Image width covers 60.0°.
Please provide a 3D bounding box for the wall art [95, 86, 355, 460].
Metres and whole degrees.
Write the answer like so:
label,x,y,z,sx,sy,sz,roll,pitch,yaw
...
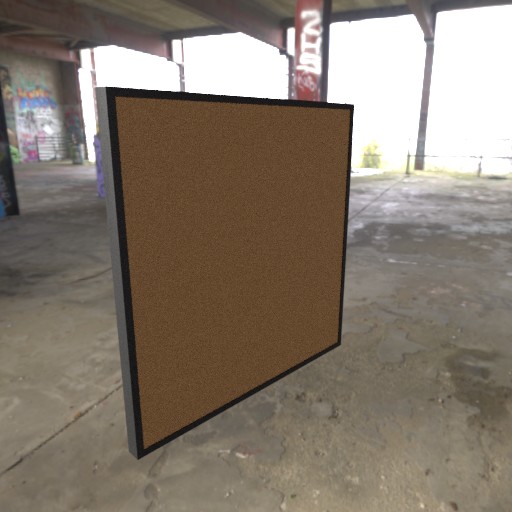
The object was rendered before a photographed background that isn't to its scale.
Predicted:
label,x,y,z,sx,sy,sz,roll,pitch,yaw
wall art,0.000,0.000,1.131,0.763,0.763,0.039,-15,22,-43
